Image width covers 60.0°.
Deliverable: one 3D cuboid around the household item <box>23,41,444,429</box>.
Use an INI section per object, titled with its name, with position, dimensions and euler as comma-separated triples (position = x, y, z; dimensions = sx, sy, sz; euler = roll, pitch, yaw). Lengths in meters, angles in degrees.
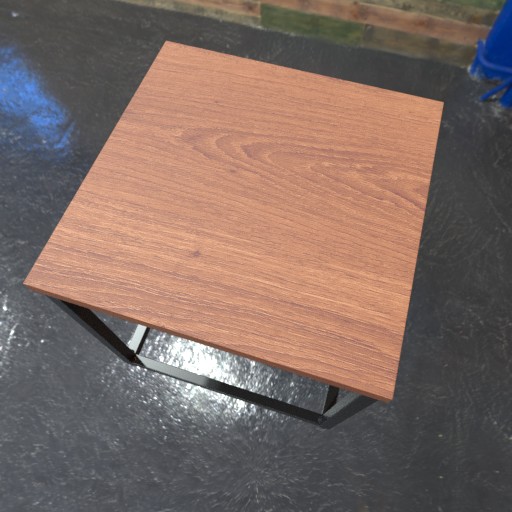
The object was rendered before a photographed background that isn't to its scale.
[household item]
position = 0.000, 0.000, 0.714
dimensions = 0.400, 0.400, 0.400
euler = 16, 65, 8
